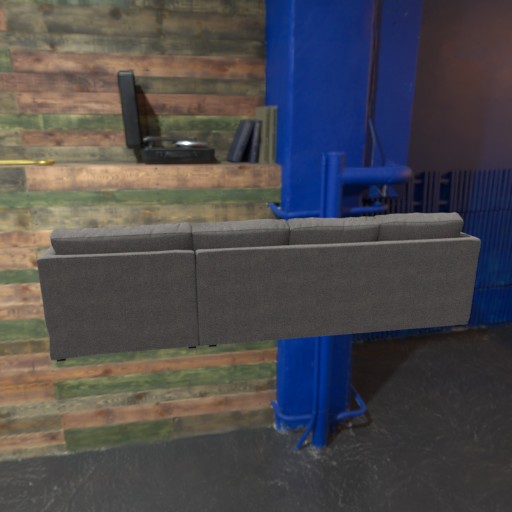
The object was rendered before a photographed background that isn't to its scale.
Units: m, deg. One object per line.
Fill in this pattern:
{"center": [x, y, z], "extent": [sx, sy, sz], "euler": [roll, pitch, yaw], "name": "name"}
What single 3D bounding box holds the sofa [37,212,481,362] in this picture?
{"center": [0.000, 0.000, 3.938], "extent": [3.205, 0.922, 1.650], "euler": [-3, 16, -10], "name": "sofa"}
